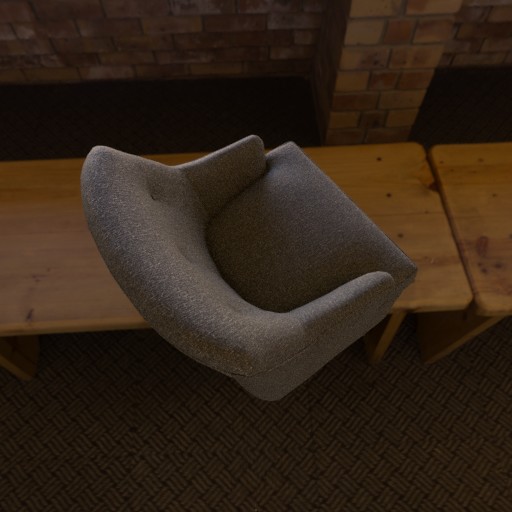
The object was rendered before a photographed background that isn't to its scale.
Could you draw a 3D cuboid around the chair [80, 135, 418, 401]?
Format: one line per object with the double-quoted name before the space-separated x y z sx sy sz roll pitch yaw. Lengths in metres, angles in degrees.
"chair" 0.000 0.000 1.606 0.923 0.856 0.864 -31 65 -16
